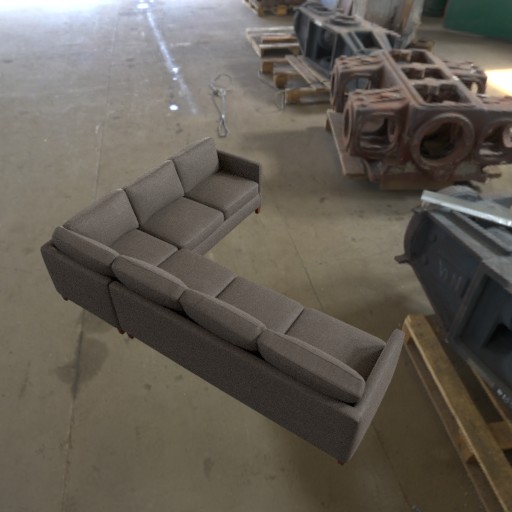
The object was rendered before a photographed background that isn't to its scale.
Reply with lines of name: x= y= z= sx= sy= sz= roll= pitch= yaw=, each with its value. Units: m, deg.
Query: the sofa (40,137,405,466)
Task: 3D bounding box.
sofa: x=0.000 y=0.000 z=4.491 sx=3.302 sy=0.947 sz=2.593 roll=23 pitch=46 yaw=25
